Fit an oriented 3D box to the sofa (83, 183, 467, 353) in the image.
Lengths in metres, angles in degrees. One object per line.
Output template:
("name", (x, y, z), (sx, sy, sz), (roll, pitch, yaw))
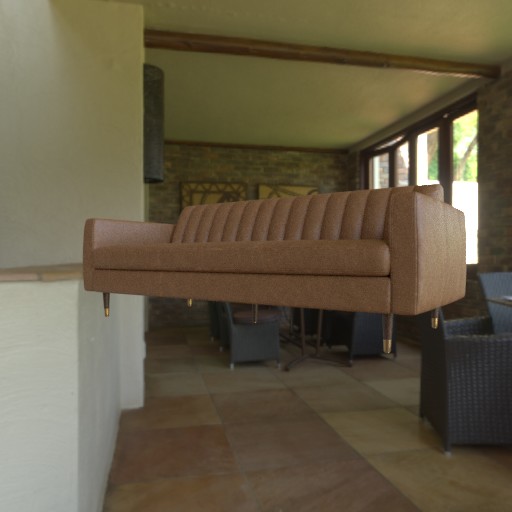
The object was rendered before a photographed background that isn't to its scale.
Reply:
("sofa", (0.000, 0.000, 2.750), (2.291, 0.821, 0.990), (0, 0, 35))
